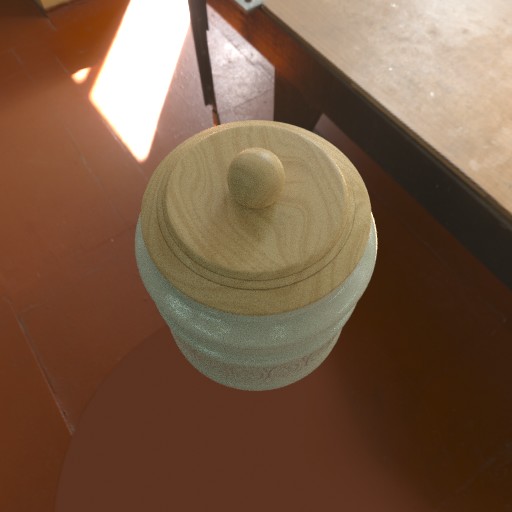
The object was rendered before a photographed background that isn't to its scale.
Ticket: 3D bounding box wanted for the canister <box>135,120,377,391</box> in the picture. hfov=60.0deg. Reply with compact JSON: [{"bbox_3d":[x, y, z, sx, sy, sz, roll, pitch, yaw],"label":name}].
[{"bbox_3d":[0.000,0.000,0.265,0.130,0.176,0.130,0,62,0],"label":"canister"}]
